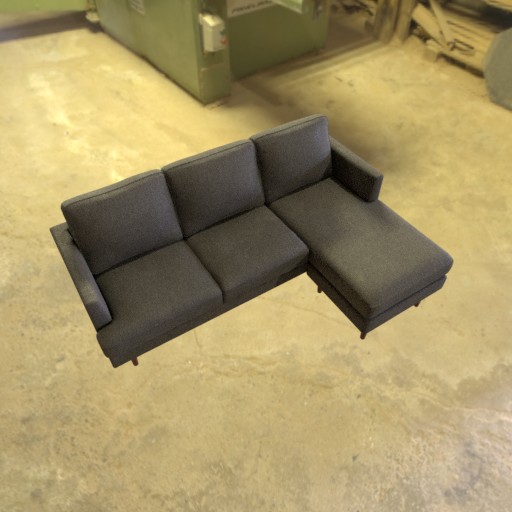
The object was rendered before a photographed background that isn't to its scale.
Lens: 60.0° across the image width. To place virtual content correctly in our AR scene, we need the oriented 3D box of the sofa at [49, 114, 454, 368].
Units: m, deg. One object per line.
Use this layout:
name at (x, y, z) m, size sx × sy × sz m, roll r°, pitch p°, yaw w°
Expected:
sofa at (0.000, 0.000, 2.974) m, size 2.233 × 0.956 × 1.504 m, roll -25°, pitch 52°, yaw -21°
